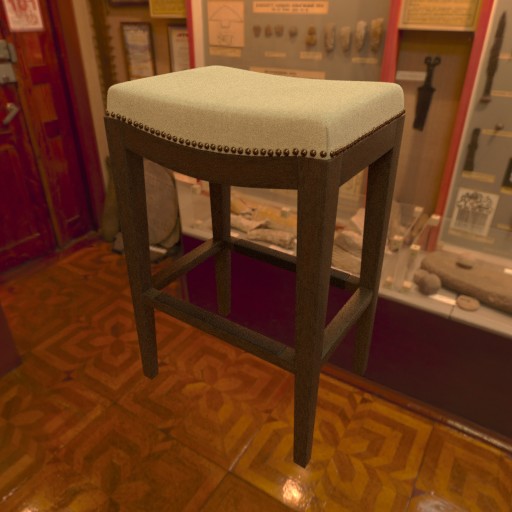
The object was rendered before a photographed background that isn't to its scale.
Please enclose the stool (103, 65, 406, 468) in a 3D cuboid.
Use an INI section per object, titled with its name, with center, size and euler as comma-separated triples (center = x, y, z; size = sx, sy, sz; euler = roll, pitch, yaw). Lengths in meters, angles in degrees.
[stool]
center = 0.000, 0.000, 1.028
size = 0.498, 0.759, 0.358
euler = 19, 36, 29
